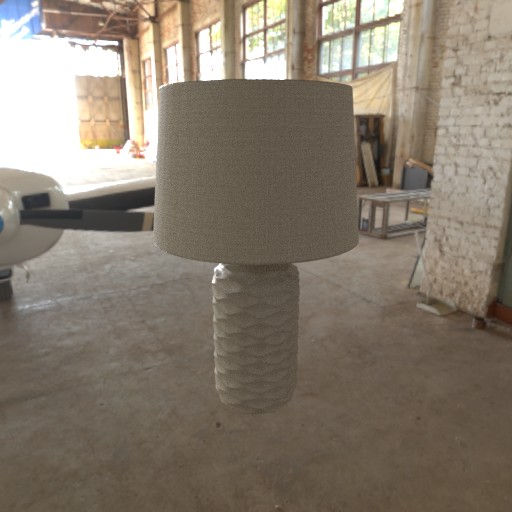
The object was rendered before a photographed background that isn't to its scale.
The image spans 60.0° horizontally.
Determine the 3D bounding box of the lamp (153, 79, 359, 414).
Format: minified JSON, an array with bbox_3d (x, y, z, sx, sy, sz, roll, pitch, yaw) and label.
[{"bbox_3d":[0.000,0.000,0.841,0.376,0.594,0.376,0,16,0],"label":"lamp"}]
